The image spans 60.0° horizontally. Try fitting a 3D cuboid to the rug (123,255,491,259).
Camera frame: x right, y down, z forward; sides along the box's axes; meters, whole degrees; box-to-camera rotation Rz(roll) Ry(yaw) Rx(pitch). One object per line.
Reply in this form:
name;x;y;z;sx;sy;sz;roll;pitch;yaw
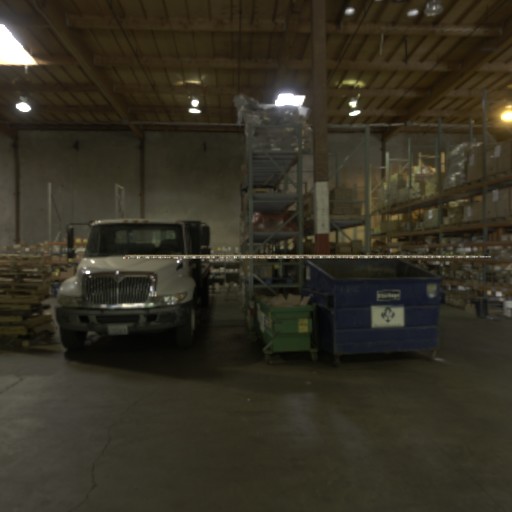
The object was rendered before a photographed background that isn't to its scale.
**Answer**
rug;0.000;0.000;4.281;2.431;0.017;3.291;0;0;-16
